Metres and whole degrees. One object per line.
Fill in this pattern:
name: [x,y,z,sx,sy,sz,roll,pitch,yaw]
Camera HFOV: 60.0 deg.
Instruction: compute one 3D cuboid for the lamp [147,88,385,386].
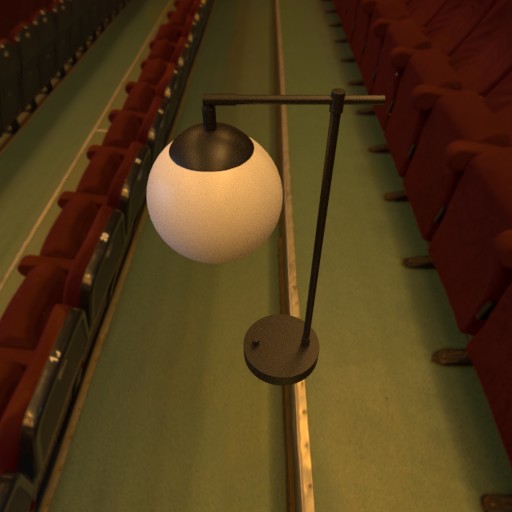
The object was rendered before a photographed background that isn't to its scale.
lamp: [0.000,0.000,0.734,0.316,0.559,0.197,0,44,0]
